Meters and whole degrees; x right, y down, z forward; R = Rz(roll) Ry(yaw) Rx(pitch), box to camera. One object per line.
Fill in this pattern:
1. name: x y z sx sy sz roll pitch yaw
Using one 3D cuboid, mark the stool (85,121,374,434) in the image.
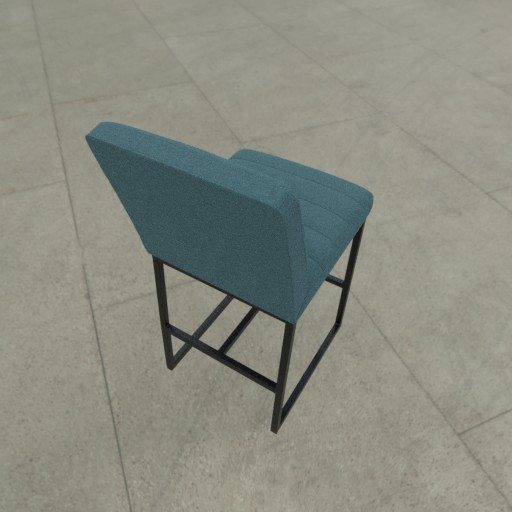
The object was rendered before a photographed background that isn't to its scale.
1. stool: 0.000 0.000 1.263 0.460 0.940 0.560 24 50 22
